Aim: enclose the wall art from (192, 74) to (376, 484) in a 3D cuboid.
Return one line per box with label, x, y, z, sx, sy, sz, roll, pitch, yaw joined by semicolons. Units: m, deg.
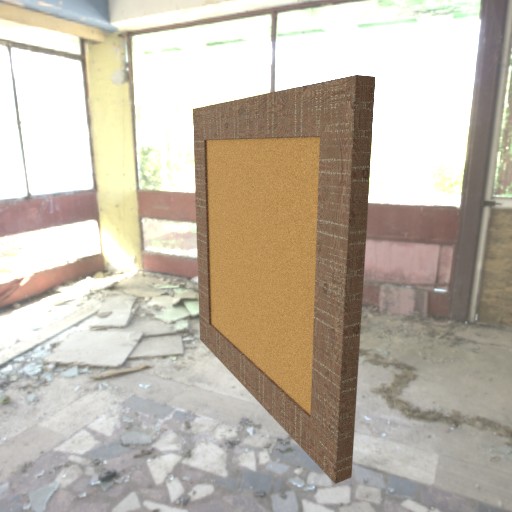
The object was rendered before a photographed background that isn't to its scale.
wall art;0.000;0.000;0.785;0.029;0.531;0.531;-7;16;-27
